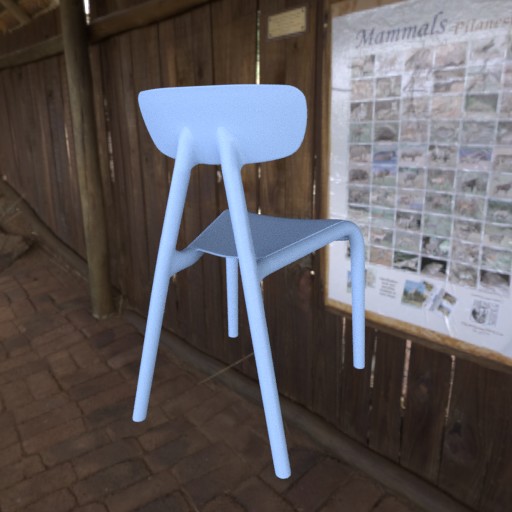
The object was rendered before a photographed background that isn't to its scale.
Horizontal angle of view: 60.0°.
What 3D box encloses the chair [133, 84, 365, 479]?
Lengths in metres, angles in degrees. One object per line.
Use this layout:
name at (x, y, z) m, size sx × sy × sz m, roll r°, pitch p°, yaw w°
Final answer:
chair at (0.000, 0.000, 0.843) m, size 0.356 × 0.580 × 0.401 m, roll 8°, pitch 18°, yaw 27°
